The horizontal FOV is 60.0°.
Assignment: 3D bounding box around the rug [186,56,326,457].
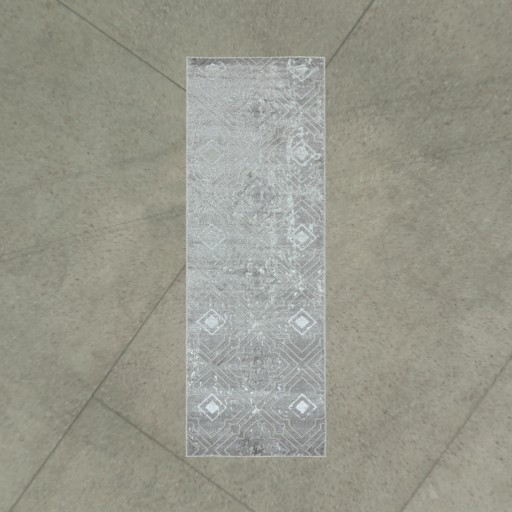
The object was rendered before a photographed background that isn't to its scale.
[{"bbox_3d":[0.000,0.000,2.639,0.832,0.035,2.381,0,89,0],"label":"rug"}]
